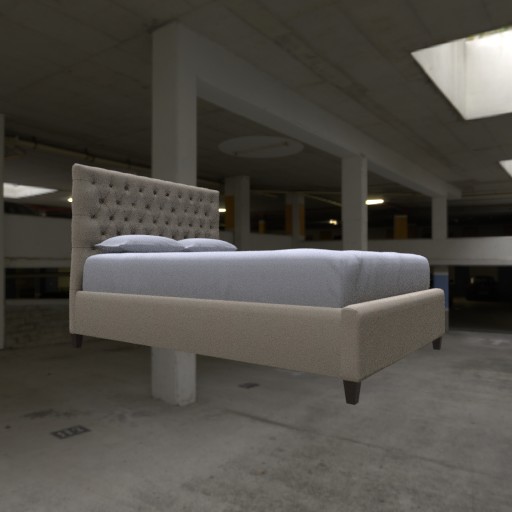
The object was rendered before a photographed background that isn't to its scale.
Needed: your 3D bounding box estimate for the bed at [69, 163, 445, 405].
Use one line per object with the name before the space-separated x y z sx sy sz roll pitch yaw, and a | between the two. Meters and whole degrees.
bed | 0.000 0.000 3.428 2.387 1.427 1.698 0 -1 36
